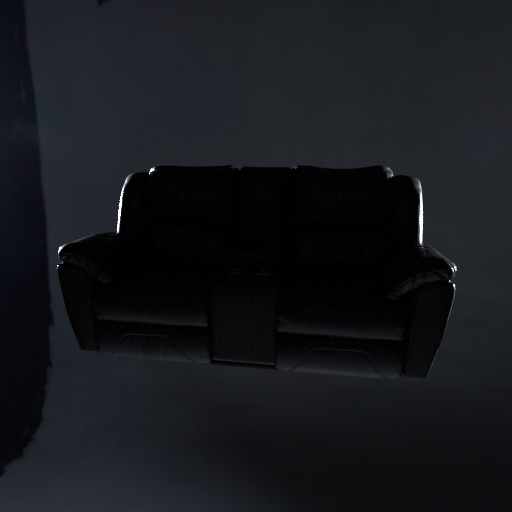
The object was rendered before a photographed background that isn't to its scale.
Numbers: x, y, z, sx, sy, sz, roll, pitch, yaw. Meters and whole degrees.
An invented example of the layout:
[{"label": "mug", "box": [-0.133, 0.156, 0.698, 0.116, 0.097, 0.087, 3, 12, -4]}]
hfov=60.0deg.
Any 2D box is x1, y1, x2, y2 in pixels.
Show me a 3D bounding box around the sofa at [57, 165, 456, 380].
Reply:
[{"label": "sofa", "box": [0.000, 0.000, 2.659, 2.058, 1.043, 0.991, 2, 15, 9]}]
